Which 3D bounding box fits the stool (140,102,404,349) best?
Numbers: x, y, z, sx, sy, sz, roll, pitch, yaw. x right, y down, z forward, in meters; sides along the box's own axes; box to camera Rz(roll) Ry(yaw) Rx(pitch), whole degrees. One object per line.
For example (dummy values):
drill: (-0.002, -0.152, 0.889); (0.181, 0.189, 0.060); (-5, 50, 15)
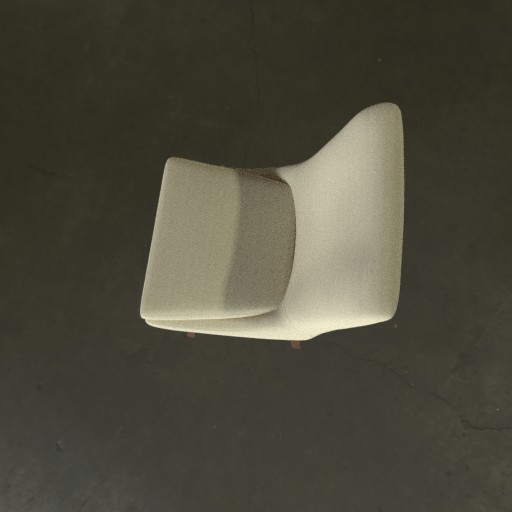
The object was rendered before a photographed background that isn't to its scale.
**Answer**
stool: (0.000, 0.000, 1.296); (0.559, 0.991, 0.483); (6, 75, 2)
